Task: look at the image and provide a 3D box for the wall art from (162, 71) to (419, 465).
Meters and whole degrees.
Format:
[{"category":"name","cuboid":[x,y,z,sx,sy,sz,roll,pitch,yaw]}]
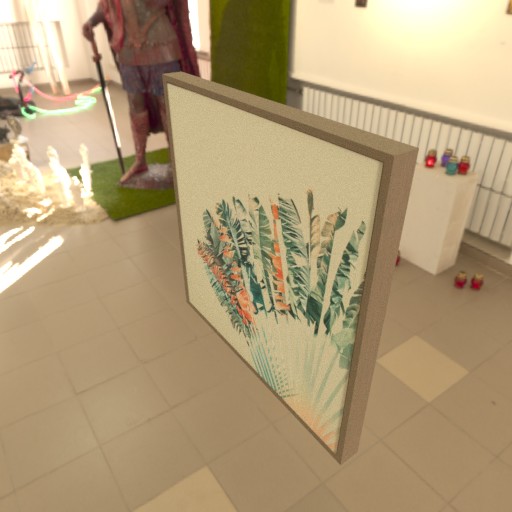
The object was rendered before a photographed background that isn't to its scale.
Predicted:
[{"category":"wall art","cuboid":[0.000,0.000,0.747,0.038,0.506,0.508,-21,38,-30]}]
